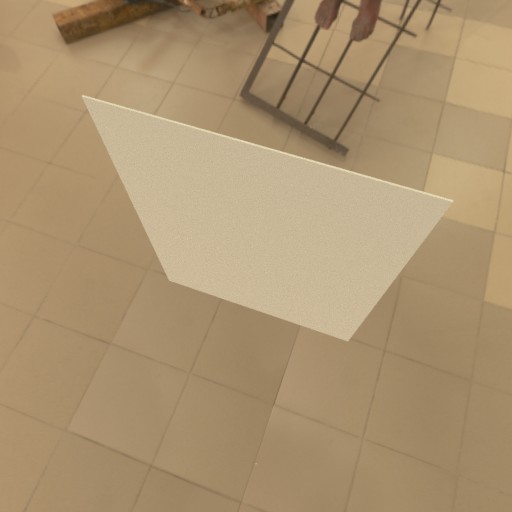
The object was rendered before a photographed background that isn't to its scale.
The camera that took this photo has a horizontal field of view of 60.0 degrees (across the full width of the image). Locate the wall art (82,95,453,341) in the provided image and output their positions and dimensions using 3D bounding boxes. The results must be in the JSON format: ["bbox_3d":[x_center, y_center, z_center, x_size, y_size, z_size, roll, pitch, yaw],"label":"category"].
[{"bbox_3d":[0.000,0.000,0.793,0.457,0.609,0.003,18,66,8],"label":"wall art"}]
